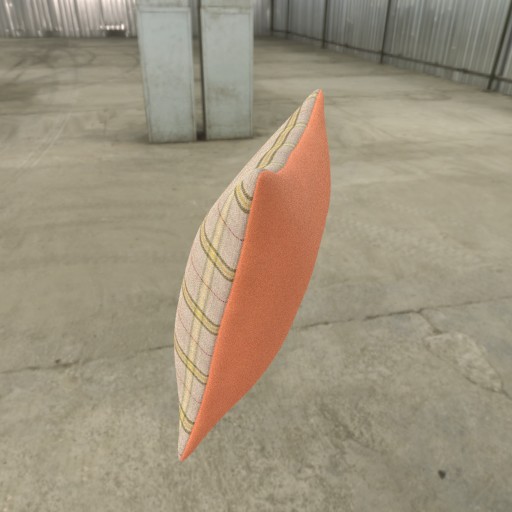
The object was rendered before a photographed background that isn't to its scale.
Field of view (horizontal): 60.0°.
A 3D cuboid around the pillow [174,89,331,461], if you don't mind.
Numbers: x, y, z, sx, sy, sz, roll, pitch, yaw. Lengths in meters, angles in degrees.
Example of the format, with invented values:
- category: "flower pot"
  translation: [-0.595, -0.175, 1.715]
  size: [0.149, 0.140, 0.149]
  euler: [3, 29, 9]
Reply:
- category: "pillow"
  translation: [0.000, 0.000, 0.687]
  size: [0.200, 0.430, 0.453]
  euler: [7, 31, 12]
